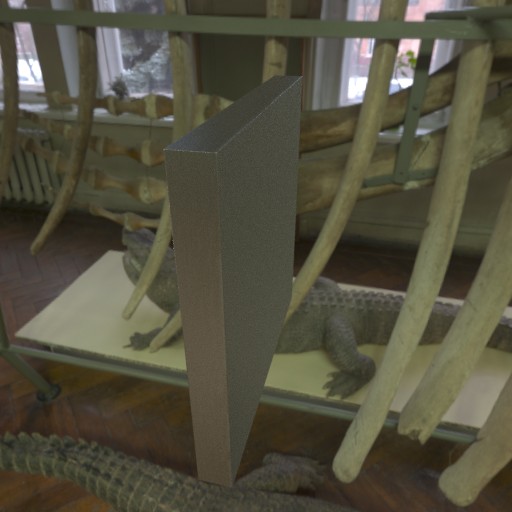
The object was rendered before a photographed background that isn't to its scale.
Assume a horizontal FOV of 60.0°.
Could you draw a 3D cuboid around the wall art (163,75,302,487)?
[{"bbox_3d":[0.000,0.000,0.520,0.038,0.350,0.350,7,30,12],"label":"wall art"}]
